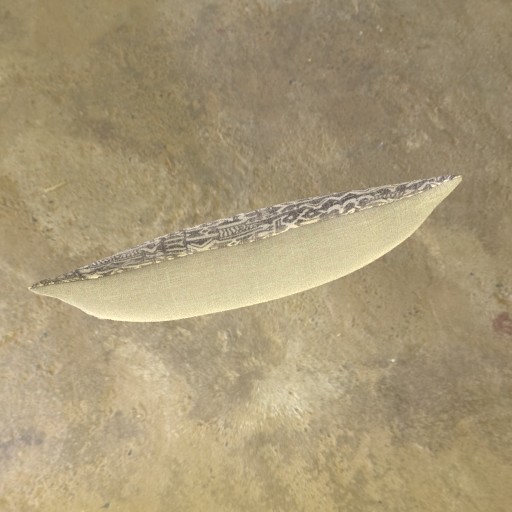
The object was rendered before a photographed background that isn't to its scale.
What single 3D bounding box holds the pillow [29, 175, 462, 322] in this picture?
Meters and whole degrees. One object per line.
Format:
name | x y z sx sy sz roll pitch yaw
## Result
pillow | 0.000 0.000 0.737 0.631 0.290 0.148 -15 76 -4
